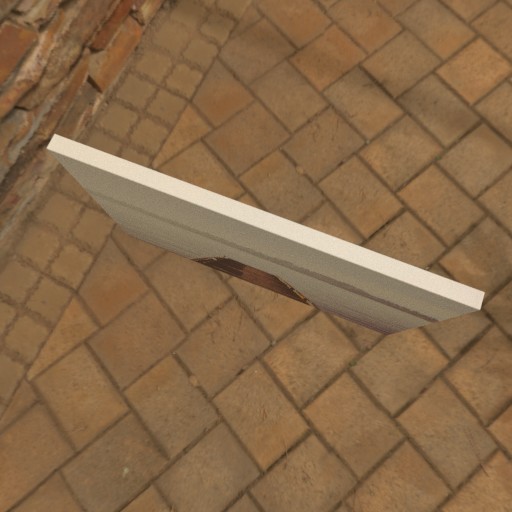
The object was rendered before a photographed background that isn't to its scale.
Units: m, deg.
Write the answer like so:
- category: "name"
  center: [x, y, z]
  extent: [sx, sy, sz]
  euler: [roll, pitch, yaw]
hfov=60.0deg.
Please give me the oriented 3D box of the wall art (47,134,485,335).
- category: "wall art"
  center: [0.000, 0.000, 1.169]
  extent: [0.916, 0.609, 0.037]
  euler: [21, 76, 5]
